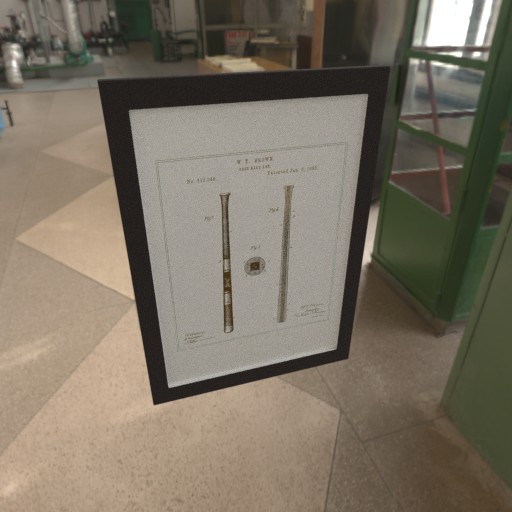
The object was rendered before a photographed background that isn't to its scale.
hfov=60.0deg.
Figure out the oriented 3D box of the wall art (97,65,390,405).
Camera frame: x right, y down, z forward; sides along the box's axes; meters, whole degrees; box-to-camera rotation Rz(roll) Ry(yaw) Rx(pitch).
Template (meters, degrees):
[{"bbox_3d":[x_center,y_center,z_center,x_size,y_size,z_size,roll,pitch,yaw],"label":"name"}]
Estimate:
[{"bbox_3d":[0.000,0.000,0.682,0.374,0.529,0.012,-9,32,-15],"label":"wall art"}]
